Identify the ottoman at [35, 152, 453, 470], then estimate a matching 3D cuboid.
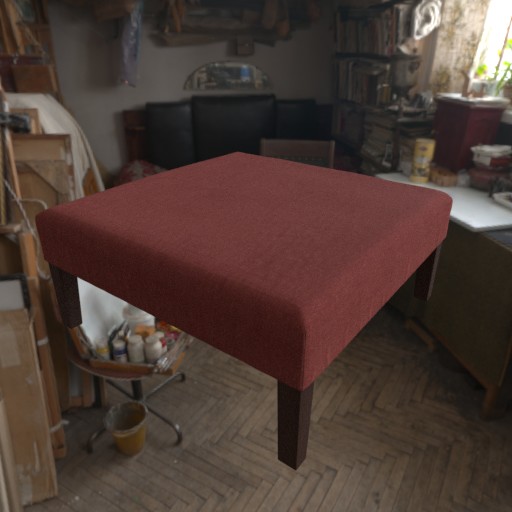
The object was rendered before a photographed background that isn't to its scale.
[{"bbox_3d":[0.000,0.000,1.379,0.889,0.411,0.890,19,32,33],"label":"ottoman"}]
